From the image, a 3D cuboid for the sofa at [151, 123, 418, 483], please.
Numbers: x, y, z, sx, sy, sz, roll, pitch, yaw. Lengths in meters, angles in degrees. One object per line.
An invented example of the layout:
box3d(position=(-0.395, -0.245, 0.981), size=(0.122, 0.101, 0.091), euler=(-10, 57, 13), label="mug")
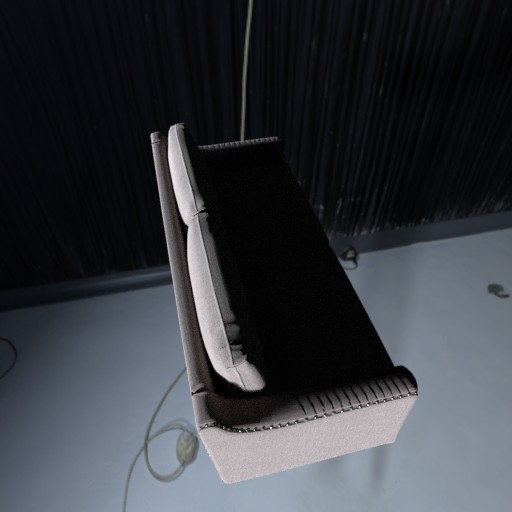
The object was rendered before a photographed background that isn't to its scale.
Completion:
box3d(position=(0.000, 0.000, 2.669), size=(1.000, 0.857, 2.208), euler=(-10, 46, -10), label="sofa")
